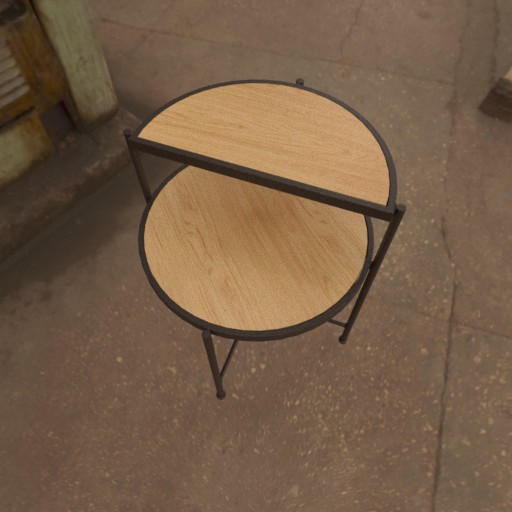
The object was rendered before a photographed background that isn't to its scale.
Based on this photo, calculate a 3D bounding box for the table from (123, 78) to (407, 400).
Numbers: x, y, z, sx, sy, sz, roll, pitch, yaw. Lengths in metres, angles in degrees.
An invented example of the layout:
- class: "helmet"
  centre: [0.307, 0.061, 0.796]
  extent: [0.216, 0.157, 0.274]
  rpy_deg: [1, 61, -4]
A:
- class: "table"
  centre: [0.000, 0.000, 1.199]
  extent: [0.629, 0.684, 0.628]
  rpy_deg: [18, 59, 11]
